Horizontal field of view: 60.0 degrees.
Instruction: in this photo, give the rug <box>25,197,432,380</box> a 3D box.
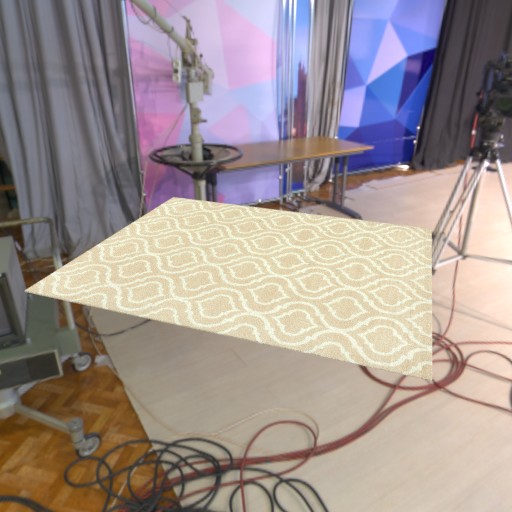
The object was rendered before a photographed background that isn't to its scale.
[{"bbox_3d":[0.000,0.000,3.871,2.894,0.013,2.286,9,28,17],"label":"rug"}]
